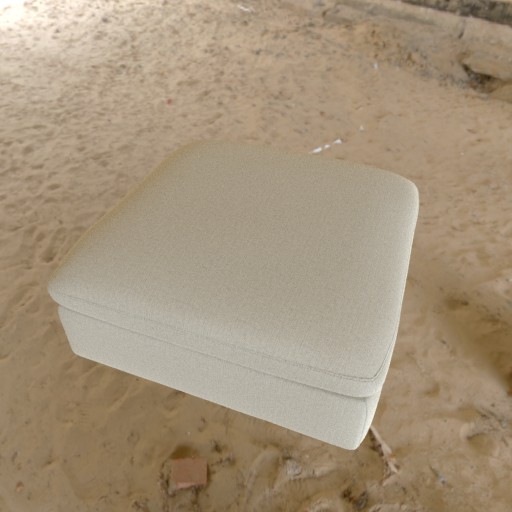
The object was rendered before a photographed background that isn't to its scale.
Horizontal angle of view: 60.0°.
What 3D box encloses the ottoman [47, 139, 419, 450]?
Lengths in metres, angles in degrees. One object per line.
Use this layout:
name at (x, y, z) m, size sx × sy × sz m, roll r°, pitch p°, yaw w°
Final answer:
ottoman at (0.000, 0.000, 1.548) m, size 0.996 × 0.467 × 0.977 m, roll 14°, pitch 43°, yaw 15°
